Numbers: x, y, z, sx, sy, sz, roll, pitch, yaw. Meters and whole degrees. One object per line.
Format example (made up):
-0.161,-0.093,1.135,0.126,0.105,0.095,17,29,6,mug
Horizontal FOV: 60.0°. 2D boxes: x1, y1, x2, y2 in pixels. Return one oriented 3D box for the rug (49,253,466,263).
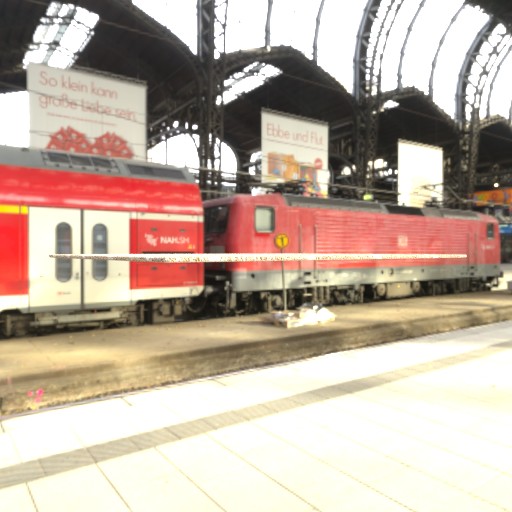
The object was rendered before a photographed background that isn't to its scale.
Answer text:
0.000,0.000,4.119,3.047,0.029,2.438,0,1,-38,rug
